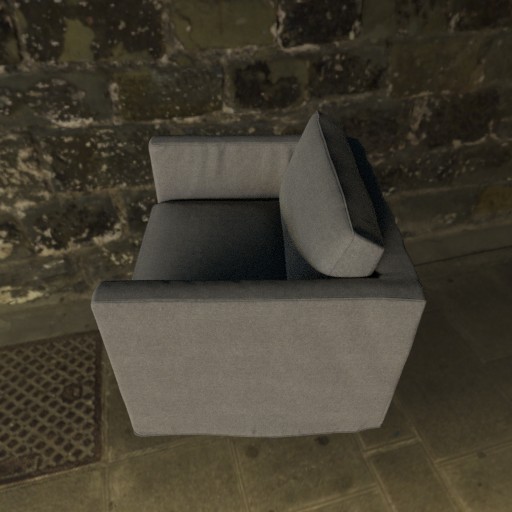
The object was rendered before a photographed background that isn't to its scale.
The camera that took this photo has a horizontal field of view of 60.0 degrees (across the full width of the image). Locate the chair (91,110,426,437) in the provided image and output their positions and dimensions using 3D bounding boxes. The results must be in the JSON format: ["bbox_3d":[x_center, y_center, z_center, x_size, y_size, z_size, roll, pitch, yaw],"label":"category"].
[{"bbox_3d":[0.000,0.000,1.754,0.949,0.863,1.057,-1,40,-1],"label":"chair"}]
